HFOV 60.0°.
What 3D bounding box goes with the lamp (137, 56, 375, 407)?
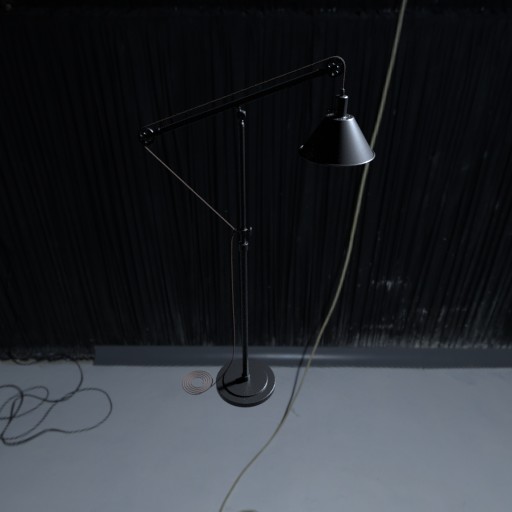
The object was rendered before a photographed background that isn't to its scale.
[{"bbox_3d":[0.000,0.000,1.959,0.904,1.626,0.319,1,32,2],"label":"lamp"}]
